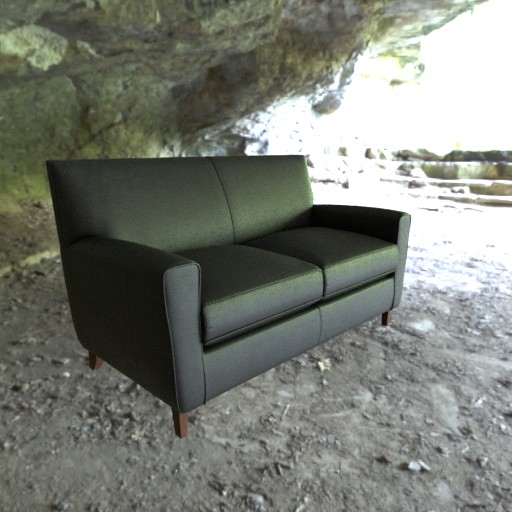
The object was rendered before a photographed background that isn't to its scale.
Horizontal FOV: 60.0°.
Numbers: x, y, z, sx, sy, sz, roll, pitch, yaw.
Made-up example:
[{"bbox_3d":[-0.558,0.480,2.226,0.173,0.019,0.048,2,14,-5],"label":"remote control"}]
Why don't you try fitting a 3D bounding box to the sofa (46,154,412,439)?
[{"bbox_3d":[0.000,0.000,2.008,1.473,0.871,0.787,-14,19,-43],"label":"sofa"}]
